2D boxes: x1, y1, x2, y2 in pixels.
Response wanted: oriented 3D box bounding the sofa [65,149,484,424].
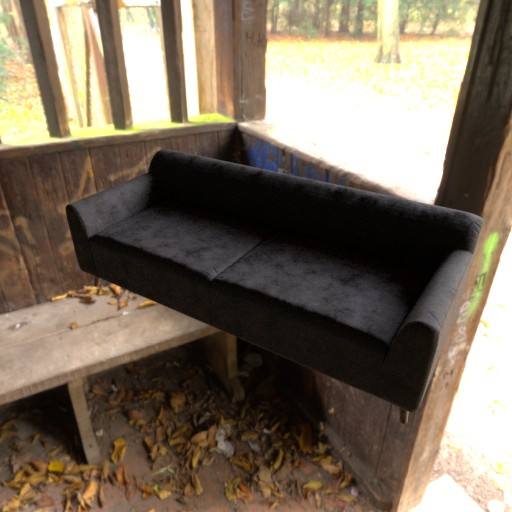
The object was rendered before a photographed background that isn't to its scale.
[{"bbox_3d":[0.000,0.000,2.591,2.190,0.740,0.900,18,35,28],"label":"sofa"}]
